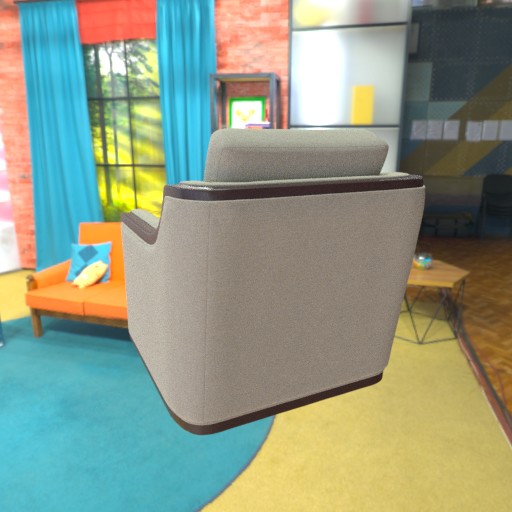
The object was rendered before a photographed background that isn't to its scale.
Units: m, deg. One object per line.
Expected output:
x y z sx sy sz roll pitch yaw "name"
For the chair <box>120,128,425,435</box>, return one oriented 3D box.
0.000 0.000 1.697 0.870 0.930 0.950 -7 17 -26 "chair"
